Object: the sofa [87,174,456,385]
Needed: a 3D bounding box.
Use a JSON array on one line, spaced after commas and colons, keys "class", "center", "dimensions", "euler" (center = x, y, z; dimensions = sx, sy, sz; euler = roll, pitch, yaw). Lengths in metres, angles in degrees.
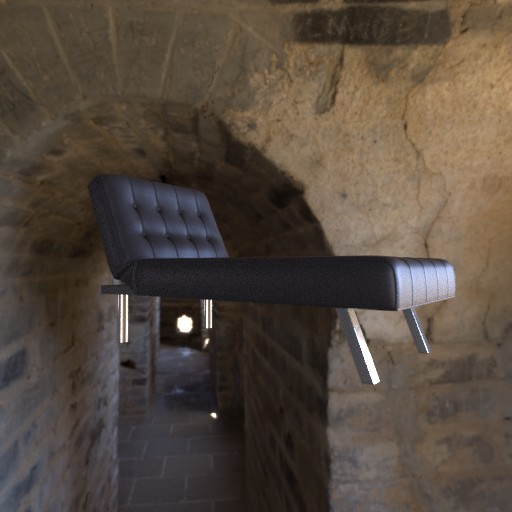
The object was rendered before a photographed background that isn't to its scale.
[{"class": "sofa", "center": [0.000, 0.000, 2.039], "dimensions": [1.560, 0.820, 0.760], "euler": [-1, -2, 36]}]
